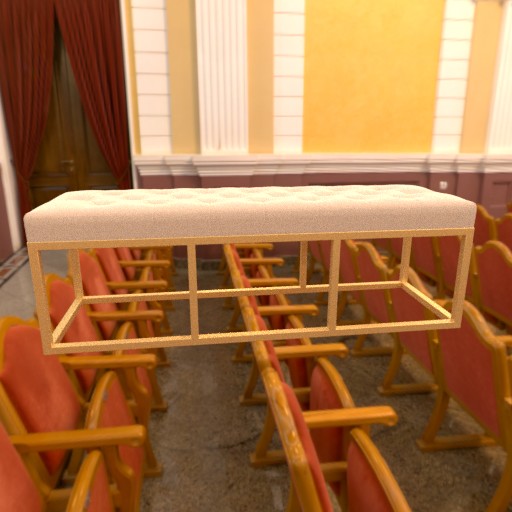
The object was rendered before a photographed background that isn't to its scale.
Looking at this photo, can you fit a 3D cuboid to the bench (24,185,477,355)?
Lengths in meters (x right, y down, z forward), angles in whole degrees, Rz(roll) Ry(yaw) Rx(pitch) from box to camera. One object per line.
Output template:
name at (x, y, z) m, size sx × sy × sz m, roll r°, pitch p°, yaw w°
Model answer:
bench at (0.000, 0.000, 1.696) m, size 1.473 × 0.484 × 0.457 m, roll -2°, pitch 16°, yaw -8°
